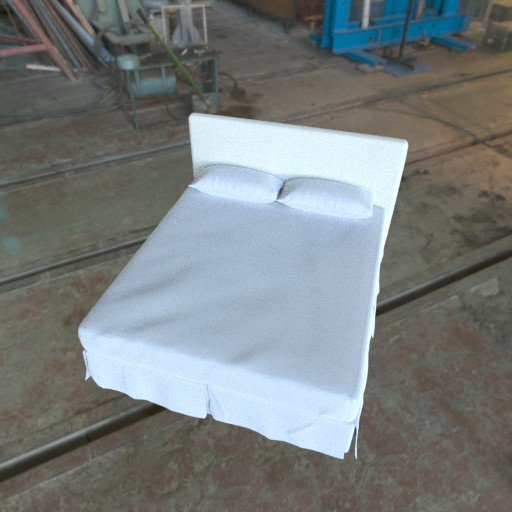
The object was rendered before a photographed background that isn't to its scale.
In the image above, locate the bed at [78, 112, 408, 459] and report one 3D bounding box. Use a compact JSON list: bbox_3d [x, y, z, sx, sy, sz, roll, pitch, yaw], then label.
[{"bbox_3d":[0.000,0.000,3.648,2.119,1.317,2.341,11,42,13],"label":"bed"}]
